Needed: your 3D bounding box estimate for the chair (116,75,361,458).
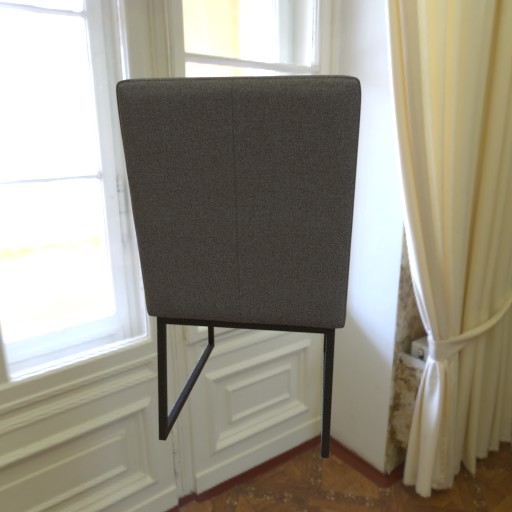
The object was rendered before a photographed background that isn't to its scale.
[{"bbox_3d":[0.000,0.000,1.300,0.520,0.930,0.634,2,16,8],"label":"chair"}]
